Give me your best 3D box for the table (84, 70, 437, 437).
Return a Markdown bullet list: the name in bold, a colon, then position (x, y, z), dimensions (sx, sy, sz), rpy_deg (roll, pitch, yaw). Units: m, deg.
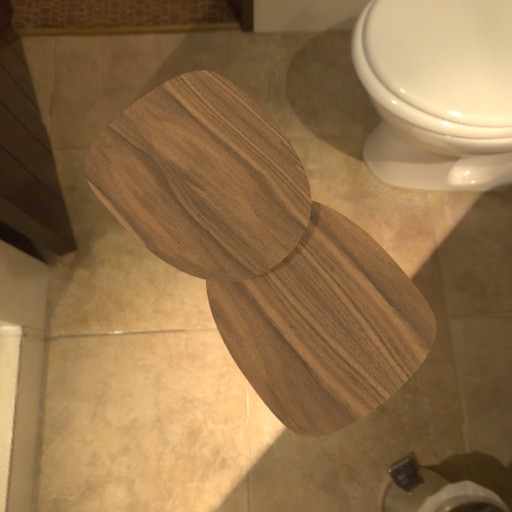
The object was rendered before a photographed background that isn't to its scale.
- **table**: position (0.000, 0.000, 1.400), dimensions (0.527, 0.429, 1.084), rpy_deg (-39, 79, -9)
